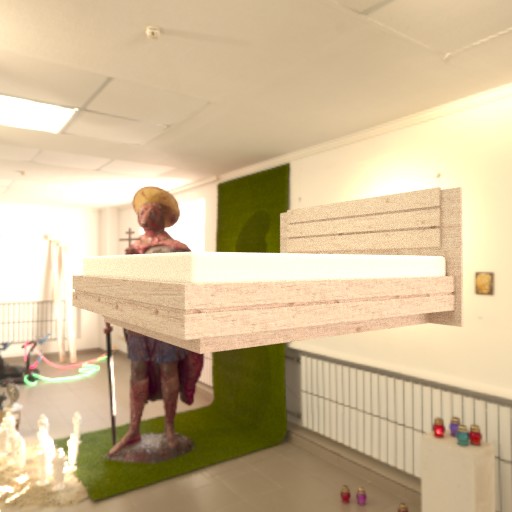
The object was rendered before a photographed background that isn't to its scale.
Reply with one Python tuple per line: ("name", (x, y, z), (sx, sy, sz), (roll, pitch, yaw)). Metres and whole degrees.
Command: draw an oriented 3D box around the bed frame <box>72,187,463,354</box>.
("bed frame", (0.000, 0.000, 3.210), (2.080, 0.970, 1.950), (1, -1, -36))
